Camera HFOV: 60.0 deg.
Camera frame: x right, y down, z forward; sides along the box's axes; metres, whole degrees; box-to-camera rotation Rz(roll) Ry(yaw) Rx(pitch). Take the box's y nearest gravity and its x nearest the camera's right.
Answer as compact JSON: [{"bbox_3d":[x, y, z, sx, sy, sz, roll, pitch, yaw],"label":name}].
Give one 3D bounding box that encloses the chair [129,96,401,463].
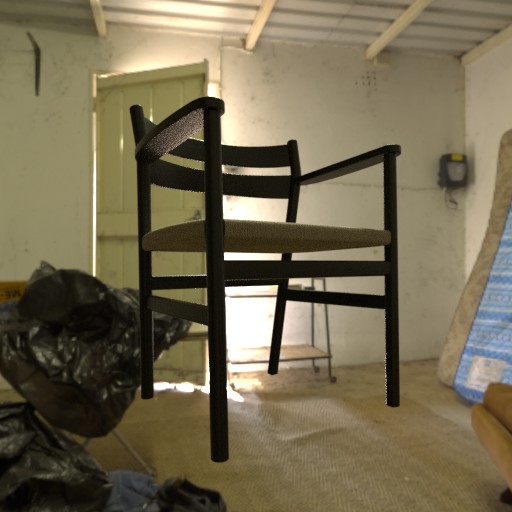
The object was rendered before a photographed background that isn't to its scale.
[{"bbox_3d":[0.000,0.000,1.174,0.630,0.775,0.508,1,-1,-37],"label":"chair"}]
